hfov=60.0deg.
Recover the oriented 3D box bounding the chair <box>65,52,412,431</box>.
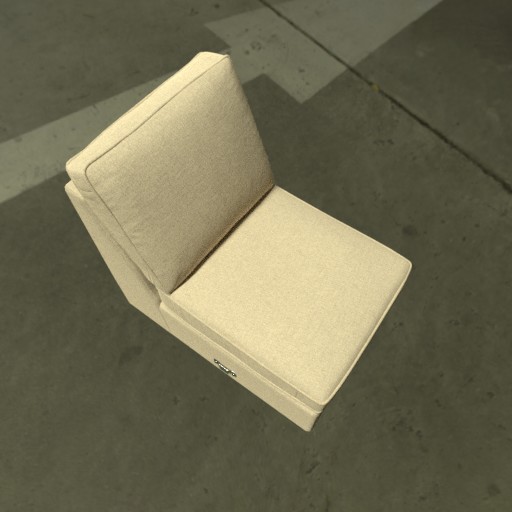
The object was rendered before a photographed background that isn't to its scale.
[{"bbox_3d":[0.000,0.000,1.532,0.938,0.970,0.621,32,63,18],"label":"chair"}]
